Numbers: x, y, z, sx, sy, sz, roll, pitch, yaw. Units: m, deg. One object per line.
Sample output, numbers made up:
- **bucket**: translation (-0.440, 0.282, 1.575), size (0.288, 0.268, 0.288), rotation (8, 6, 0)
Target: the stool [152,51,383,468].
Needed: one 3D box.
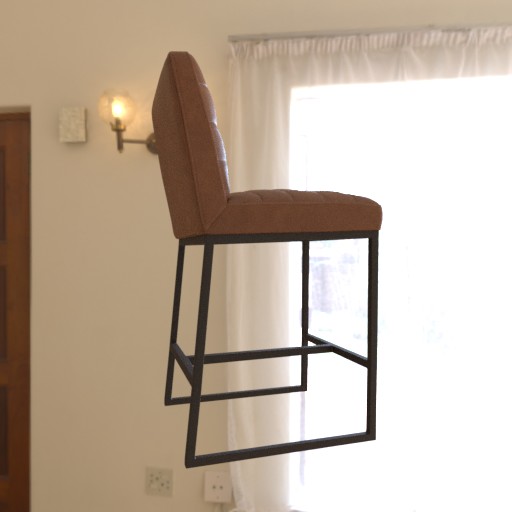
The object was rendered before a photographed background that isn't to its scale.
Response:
- **stool**: translation (0.000, 0.000, 1.259), size (0.556, 0.940, 0.458), rotation (0, 1, -18)
